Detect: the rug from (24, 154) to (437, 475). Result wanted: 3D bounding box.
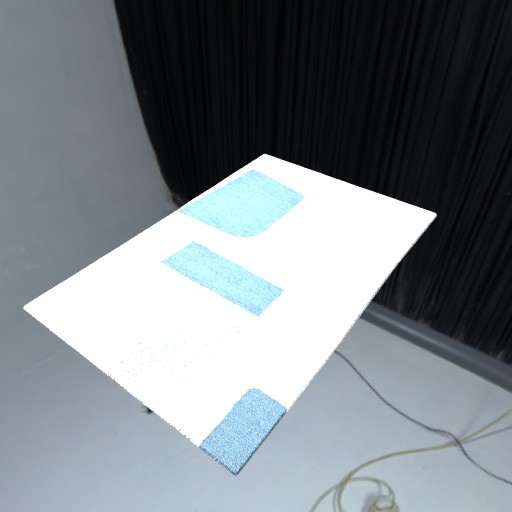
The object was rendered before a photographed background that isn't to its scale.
[{"bbox_3d":[0.000,0.000,2.276,1.238,0.020,1.847,26,46,27],"label":"rug"}]
